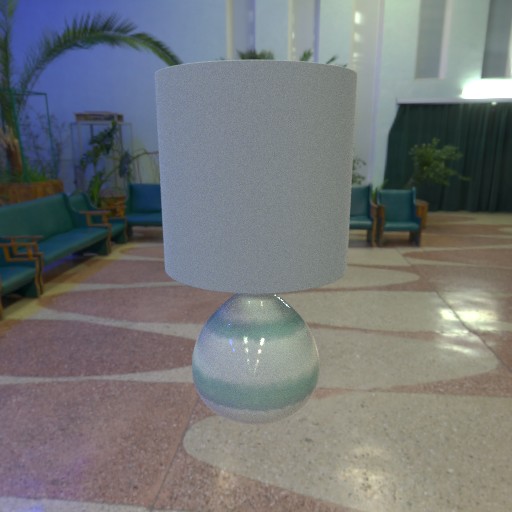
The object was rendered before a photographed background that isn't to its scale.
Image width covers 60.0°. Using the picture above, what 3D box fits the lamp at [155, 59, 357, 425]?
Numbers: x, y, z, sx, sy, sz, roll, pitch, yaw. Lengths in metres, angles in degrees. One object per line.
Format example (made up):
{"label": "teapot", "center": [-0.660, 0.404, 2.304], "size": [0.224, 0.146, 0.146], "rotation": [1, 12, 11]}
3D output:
{"label": "lamp", "center": [0.000, 0.000, 0.535], "size": [0.217, 0.404, 0.217], "rotation": [2, 15, 9]}
